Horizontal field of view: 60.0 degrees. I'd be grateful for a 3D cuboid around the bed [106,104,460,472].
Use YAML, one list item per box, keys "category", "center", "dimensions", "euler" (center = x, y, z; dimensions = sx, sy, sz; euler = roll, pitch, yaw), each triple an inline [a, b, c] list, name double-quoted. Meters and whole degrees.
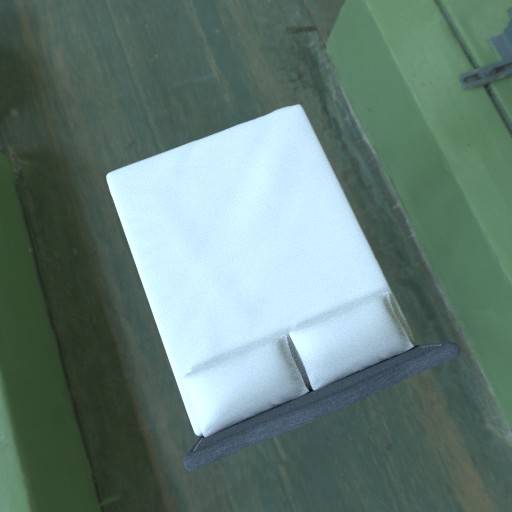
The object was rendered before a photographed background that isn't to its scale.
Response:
- category: "bed"
  center: [0.000, 0.000, 3.914]
  dimensions: [2.161, 1.457, 2.689]
  euler: [-21, 77, -5]
